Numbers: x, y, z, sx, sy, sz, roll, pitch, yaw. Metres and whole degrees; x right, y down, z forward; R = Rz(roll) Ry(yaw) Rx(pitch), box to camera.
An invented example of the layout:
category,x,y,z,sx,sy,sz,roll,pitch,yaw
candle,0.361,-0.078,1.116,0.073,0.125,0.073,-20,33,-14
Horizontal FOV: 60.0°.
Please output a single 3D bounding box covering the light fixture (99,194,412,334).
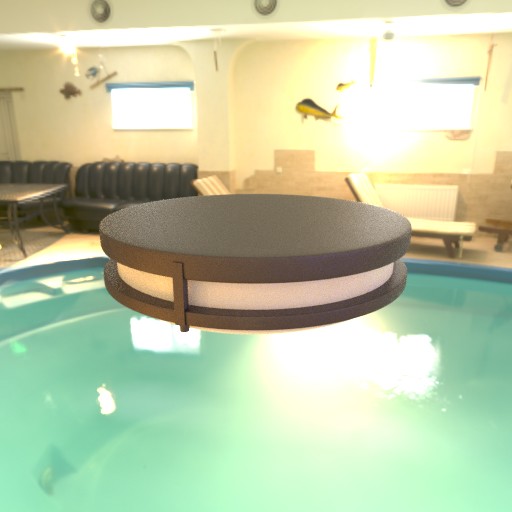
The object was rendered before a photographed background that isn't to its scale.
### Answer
category,x,y,z,sx,sy,sz,roll,pitch,yaw
light fixture,0.000,0.000,0.544,0.356,0.102,0.356,0,16,0
